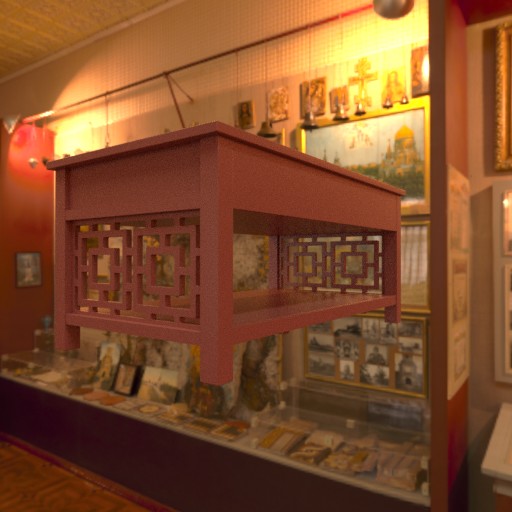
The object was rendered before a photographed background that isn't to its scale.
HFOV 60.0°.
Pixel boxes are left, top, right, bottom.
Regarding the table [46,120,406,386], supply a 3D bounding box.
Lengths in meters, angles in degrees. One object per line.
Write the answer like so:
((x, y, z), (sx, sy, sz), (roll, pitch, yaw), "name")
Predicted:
((0.000, 0.000, 1.422), (0.612, 0.493, 1.068), (0, 0, 37), "table")
